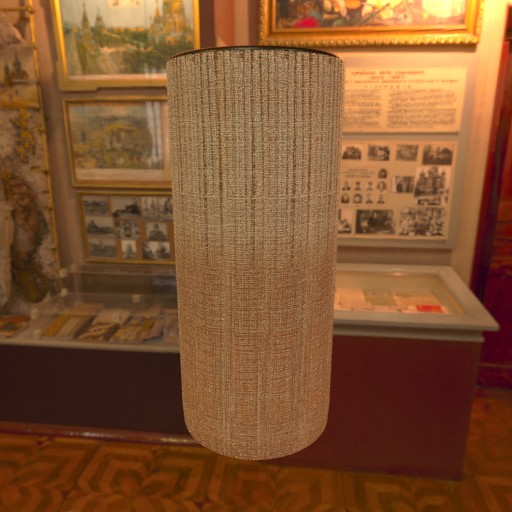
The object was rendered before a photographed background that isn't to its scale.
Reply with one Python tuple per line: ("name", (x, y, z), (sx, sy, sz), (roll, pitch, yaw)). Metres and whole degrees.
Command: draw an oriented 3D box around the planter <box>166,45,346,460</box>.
("planter", (0.000, 0.000, 0.280), (0.100, 0.227, 0.100), (2, 16, 8))
